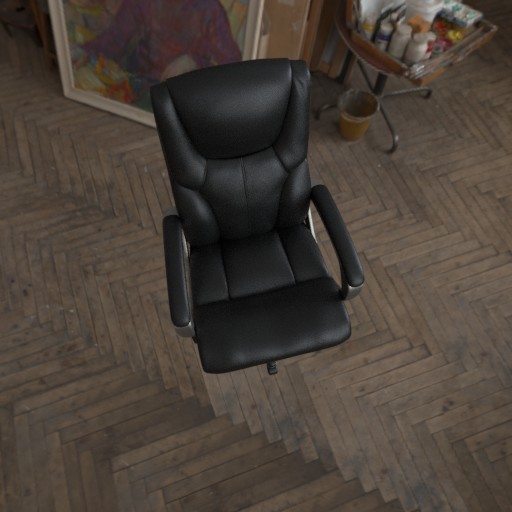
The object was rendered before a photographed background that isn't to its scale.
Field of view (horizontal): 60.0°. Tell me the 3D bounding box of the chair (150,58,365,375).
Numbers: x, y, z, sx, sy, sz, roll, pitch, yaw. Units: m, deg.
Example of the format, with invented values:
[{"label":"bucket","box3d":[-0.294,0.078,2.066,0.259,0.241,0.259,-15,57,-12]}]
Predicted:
[{"label":"chair","box3d":[0.000,0.000,1.639,0.663,1.155,0.739,-12,65,-6]}]
